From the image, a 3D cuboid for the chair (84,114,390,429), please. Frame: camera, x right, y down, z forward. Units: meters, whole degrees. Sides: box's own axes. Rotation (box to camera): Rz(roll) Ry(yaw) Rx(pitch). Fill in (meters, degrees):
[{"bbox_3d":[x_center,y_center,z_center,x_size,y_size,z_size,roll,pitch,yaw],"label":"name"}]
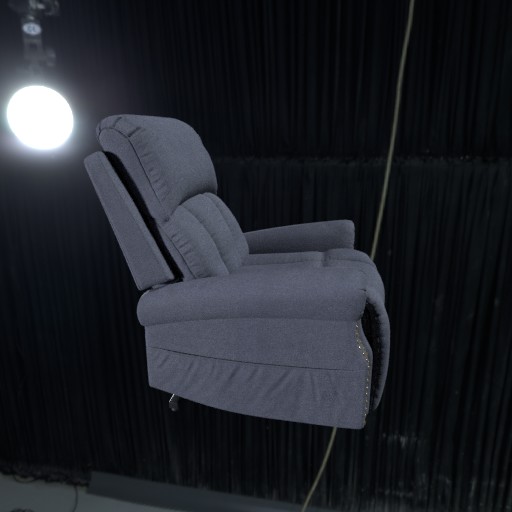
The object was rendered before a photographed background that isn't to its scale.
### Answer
[{"bbox_3d":[0.000,0.000,1.707,0.979,1.031,0.871,3,16,9],"label":"chair"}]
